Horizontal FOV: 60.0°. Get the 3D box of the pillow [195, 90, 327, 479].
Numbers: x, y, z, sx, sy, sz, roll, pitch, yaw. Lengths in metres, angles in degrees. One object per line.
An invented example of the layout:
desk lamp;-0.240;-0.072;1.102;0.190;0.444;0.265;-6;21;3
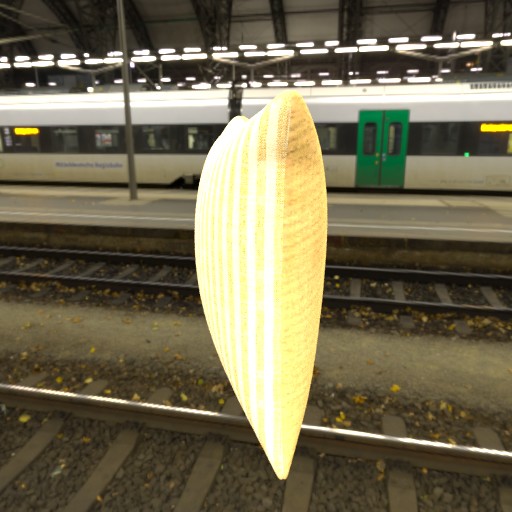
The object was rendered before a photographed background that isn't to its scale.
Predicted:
pillow;0.000;0.000;0.638;0.173;0.407;0.419;-2;15;-8
